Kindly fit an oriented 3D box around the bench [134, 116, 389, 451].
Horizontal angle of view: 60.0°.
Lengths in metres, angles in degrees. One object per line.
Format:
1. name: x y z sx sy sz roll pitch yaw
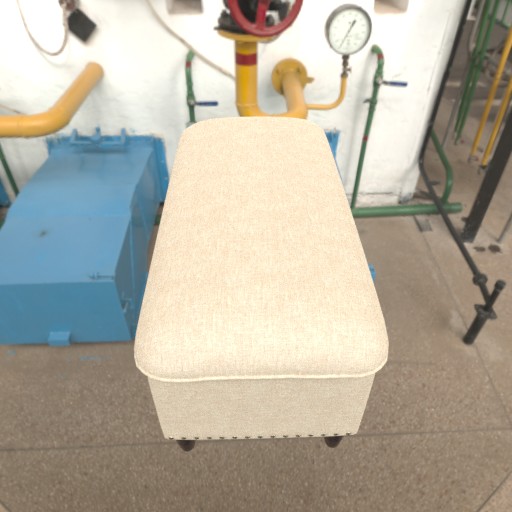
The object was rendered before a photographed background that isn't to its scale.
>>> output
1. bench: 0.000 0.000 1.250 0.483 0.483 0.991 -1 41 -1
